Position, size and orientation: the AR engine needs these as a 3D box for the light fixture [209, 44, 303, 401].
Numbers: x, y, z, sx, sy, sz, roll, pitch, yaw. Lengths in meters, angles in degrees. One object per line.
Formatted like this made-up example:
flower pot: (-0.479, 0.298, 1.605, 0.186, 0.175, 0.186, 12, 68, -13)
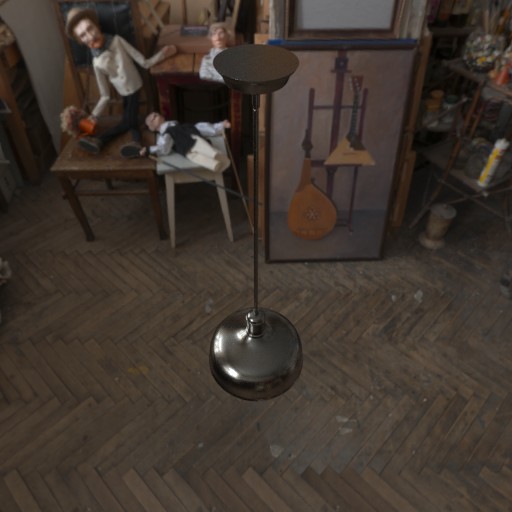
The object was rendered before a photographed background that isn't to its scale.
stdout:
light fixture: (0.000, 0.000, 1.070, 0.299, 0.935, 0.299, -31, 54, -26)
